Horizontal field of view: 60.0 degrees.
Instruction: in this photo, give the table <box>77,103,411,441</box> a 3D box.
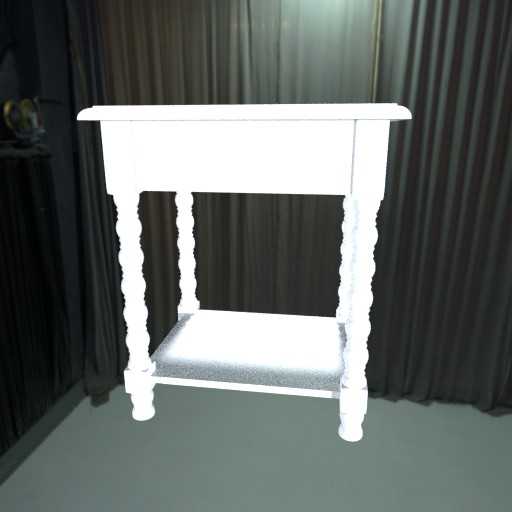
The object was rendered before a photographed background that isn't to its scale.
[{"bbox_3d":[0.000,0.000,0.848,0.460,0.531,0.381,2,16,8],"label":"table"}]
